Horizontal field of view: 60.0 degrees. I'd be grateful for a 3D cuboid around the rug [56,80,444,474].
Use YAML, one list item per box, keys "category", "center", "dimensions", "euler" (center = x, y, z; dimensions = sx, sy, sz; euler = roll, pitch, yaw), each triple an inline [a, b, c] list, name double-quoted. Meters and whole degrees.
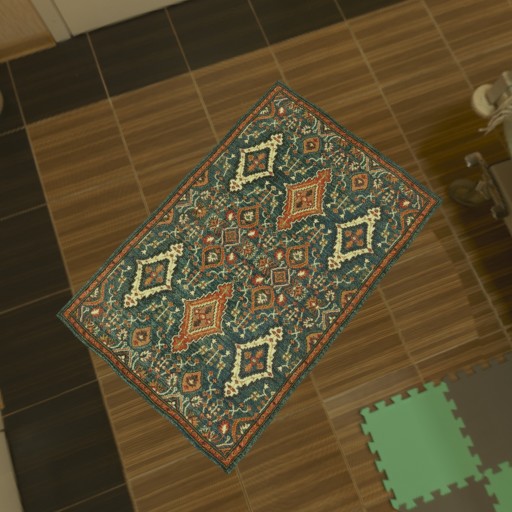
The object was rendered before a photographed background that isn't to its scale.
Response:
- category: "rug"
  center: [0.000, 0.000, 4.346]
  dimensions: [2.190, 0.008, 3.371]
  euler: [39, 79, 9]
